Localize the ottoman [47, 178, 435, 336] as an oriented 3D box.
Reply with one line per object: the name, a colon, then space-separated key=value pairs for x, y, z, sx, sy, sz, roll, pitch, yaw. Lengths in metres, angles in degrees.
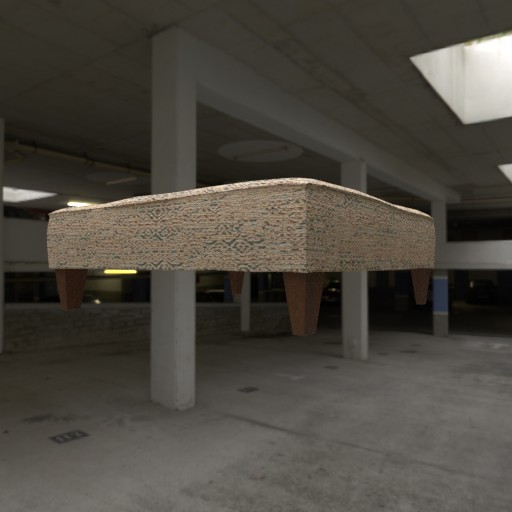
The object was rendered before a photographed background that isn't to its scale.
ottoman: x=0.000 y=0.000 z=1.559 sx=0.968 sy=0.356 sz=1.004 roll=-1 pitch=-1 yaw=36
